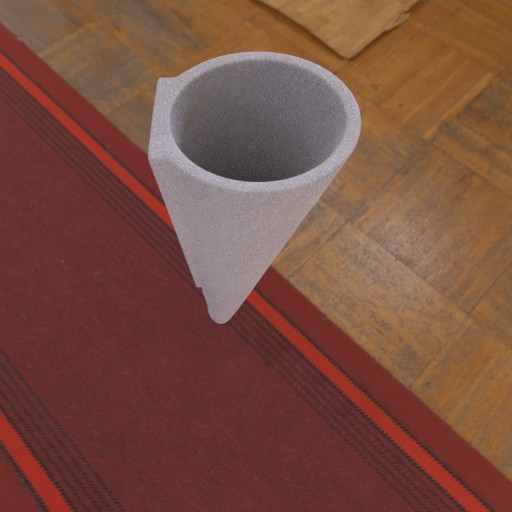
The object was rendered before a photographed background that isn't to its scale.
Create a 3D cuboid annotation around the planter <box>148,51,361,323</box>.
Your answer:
[{"bbox_3d":[0.000,0.000,0.298,0.087,0.259,0.078,0,63,0],"label":"planter"}]
